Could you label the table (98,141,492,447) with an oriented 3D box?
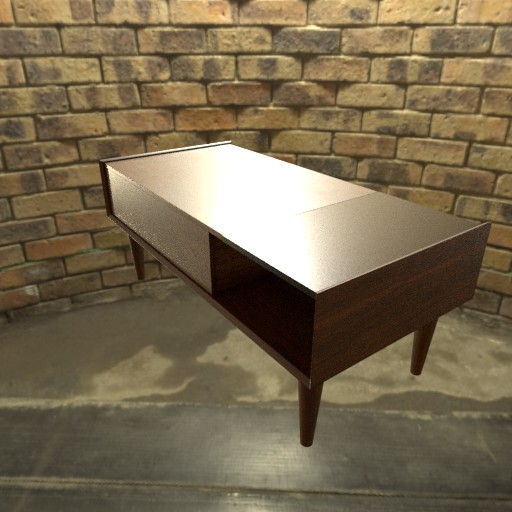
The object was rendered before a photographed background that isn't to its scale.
[{"bbox_3d":[0.000,0.000,1.530,0.610,0.508,1.221,-18,31,-32],"label":"table"}]
